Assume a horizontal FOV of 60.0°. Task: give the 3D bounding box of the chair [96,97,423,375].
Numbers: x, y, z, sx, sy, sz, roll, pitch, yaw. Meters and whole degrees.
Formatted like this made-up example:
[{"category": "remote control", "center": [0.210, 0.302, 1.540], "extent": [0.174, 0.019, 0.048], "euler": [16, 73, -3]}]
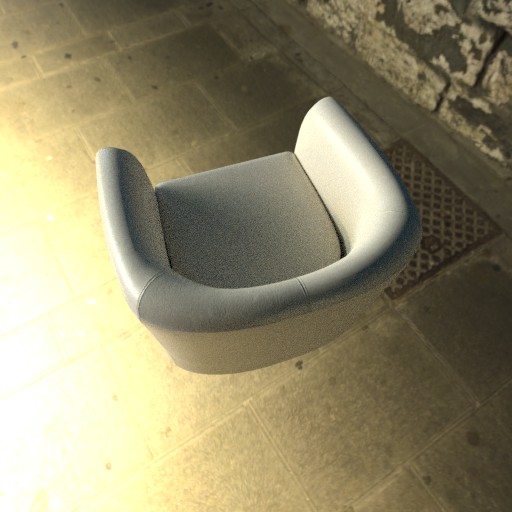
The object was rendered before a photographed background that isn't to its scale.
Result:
[{"category": "chair", "center": [0.000, 0.000, 1.404], "extent": [0.792, 0.756, 0.727], "euler": [-16, 60, -9]}]
